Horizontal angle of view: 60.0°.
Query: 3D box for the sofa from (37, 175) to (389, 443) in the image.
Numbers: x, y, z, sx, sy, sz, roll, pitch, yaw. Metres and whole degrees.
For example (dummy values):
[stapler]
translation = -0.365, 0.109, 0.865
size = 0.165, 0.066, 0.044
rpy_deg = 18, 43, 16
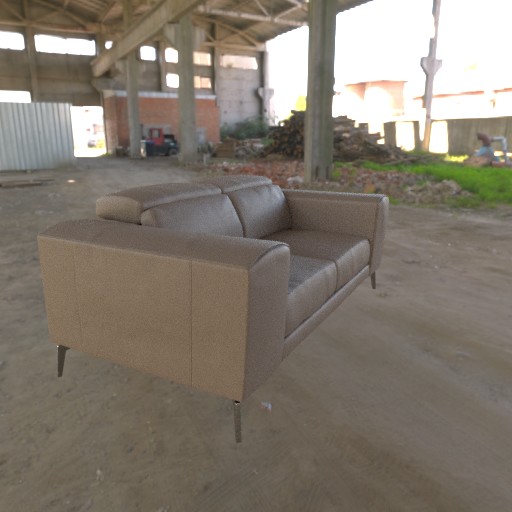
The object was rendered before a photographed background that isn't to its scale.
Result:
[sofa]
translation = 0.000, 0.000, 2.384
size = 1.003, 0.779, 1.895
rpy_deg = 8, 17, 28
